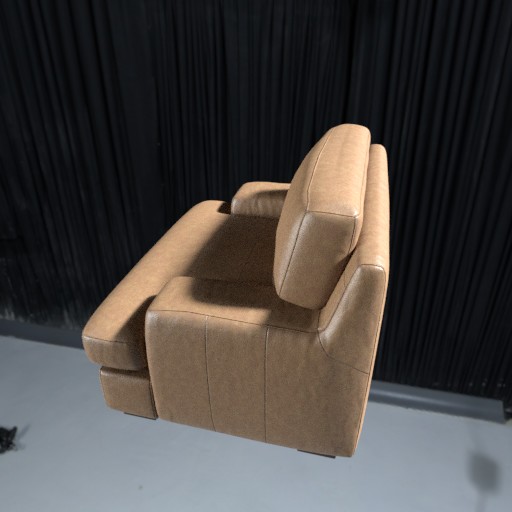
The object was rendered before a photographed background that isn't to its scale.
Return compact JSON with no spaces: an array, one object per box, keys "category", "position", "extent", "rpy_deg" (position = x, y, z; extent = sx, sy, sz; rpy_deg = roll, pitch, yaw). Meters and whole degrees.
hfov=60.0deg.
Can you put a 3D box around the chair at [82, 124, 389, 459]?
[{"category":"chair","position":[0.000,0.000,1.942],"extent":[1.050,0.978,1.276],"rpy_deg":[7,31,12]}]
